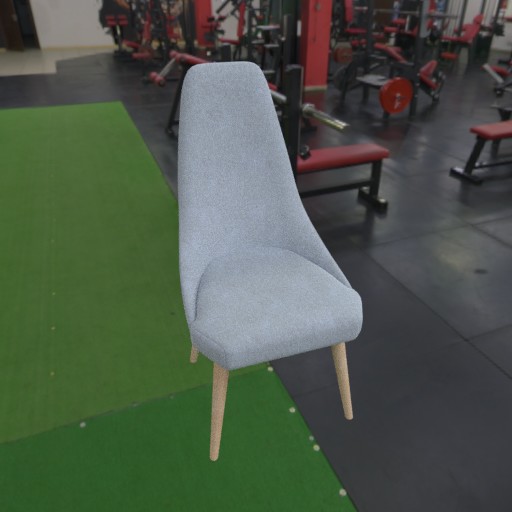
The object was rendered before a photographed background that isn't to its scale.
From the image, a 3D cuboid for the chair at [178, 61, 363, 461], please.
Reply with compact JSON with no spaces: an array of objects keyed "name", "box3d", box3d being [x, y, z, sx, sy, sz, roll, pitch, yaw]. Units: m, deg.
[{"name":"chair","box3d":[0.000,0.000,1.387,0.510,1.040,0.660,-10,33,-16]}]
